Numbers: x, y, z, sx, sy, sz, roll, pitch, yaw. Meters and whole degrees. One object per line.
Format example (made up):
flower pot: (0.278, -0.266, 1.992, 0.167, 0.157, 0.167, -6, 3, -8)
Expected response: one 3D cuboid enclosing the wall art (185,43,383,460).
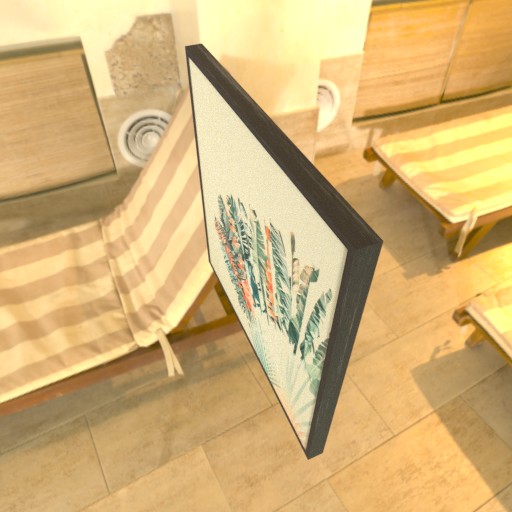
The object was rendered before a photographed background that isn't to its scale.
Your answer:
wall art: (0.000, 0.000, 1.109, 0.043, 0.758, 0.762, -17, 48, -16)
